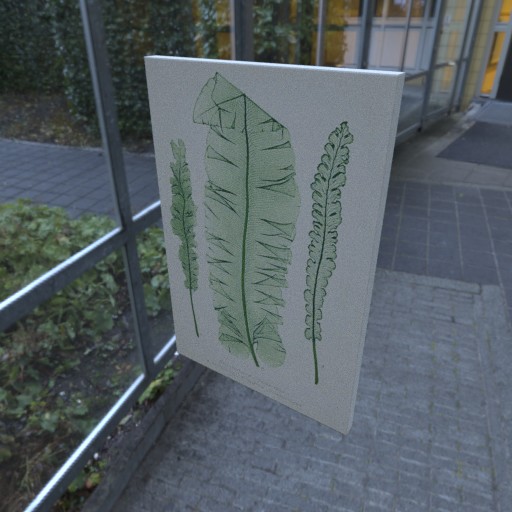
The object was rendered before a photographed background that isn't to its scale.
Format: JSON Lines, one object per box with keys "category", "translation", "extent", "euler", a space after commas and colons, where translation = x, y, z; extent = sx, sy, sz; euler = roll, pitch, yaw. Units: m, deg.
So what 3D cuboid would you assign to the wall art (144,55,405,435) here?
{"category": "wall art", "translation": [0.000, 0.000, 1.142], "extent": [0.610, 0.914, 0.038], "euler": [18, 34, 29]}
